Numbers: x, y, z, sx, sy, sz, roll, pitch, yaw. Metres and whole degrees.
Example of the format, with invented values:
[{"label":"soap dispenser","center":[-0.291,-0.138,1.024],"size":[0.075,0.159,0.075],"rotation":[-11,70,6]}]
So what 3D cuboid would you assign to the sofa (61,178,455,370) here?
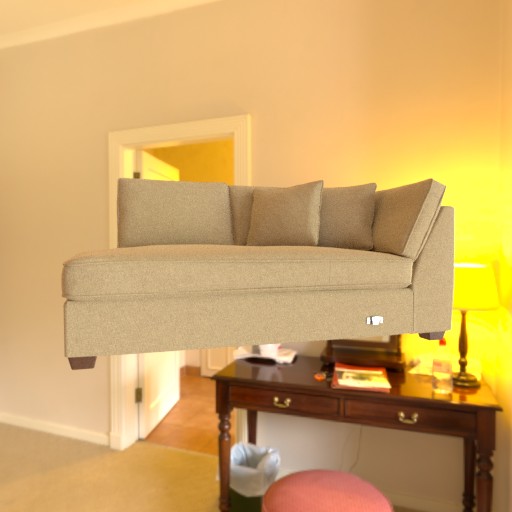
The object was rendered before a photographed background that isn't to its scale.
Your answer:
[{"label":"sofa","center":[0.000,0.000,2.861],"size":[2.237,1.033,1.110],"rotation":[-1,2,-17]}]
